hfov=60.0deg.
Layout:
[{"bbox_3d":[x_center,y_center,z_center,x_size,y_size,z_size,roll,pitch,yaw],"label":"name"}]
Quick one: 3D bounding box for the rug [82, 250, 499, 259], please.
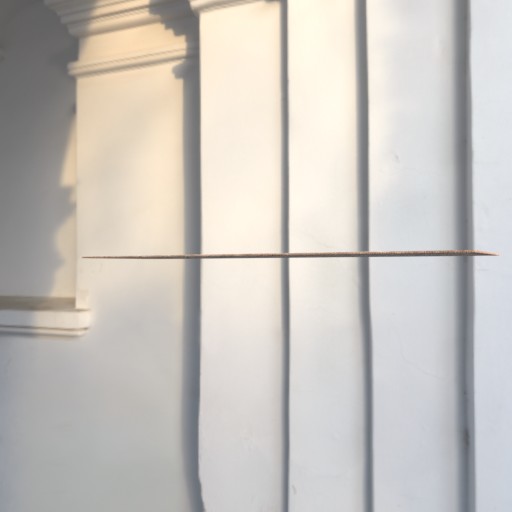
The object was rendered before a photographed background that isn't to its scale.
[{"bbox_3d":[0.000,0.000,2.593,2.437,0.013,0.685,-1,-1,35],"label":"rug"}]
